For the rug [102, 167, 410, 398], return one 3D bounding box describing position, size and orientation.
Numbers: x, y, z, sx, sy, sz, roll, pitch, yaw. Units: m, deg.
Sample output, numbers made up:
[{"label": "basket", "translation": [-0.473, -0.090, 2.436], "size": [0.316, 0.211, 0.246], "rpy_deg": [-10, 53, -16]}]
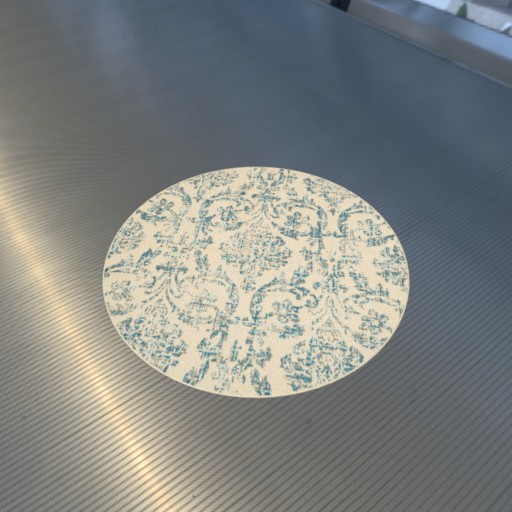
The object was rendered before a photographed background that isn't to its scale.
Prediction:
[{"label": "rug", "translation": [0.000, 0.000, 2.361], "size": [1.593, 0.012, 1.593], "rpy_deg": [0, 47, 0]}]
